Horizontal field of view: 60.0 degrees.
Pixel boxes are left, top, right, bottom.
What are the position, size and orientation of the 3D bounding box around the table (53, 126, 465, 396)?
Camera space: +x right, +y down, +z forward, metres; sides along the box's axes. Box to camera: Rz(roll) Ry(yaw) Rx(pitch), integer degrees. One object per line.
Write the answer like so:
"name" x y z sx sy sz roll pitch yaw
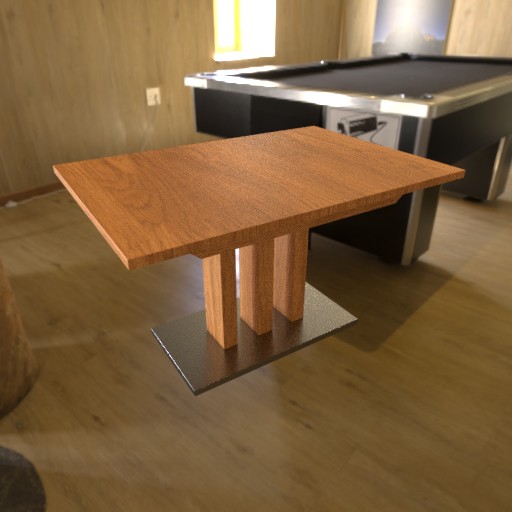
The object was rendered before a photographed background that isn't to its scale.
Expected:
"table" 0.000 0.000 1.880 1.300 0.770 0.900 -17 33 -28
